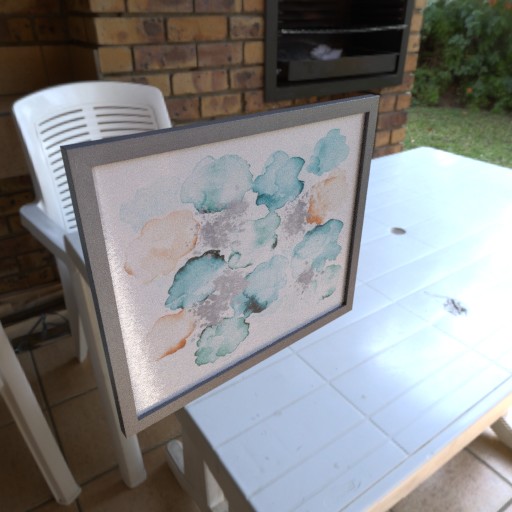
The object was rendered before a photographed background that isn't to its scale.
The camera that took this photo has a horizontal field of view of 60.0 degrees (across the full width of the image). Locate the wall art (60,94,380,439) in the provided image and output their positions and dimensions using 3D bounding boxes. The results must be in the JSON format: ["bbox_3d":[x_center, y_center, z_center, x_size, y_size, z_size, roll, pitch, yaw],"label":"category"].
[{"bbox_3d":[0.000,0.000,0.903,0.660,0.558,0.026,-22,36,-34],"label":"wall art"}]
